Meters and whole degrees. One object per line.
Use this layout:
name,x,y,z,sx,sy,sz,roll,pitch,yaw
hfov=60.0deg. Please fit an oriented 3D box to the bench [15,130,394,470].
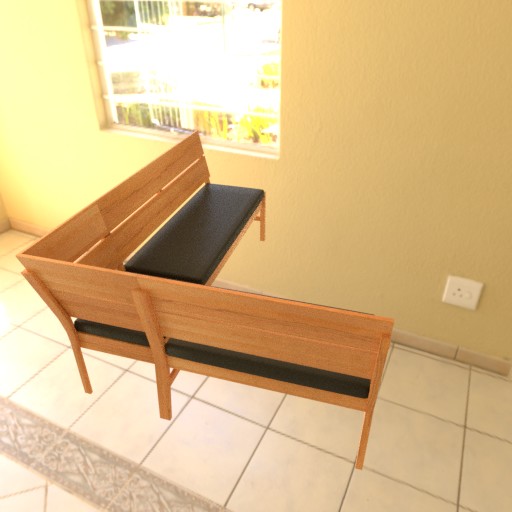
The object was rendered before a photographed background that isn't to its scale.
bench,0.000,0.000,2.710,1.548,0.890,1.948,9,33,14
